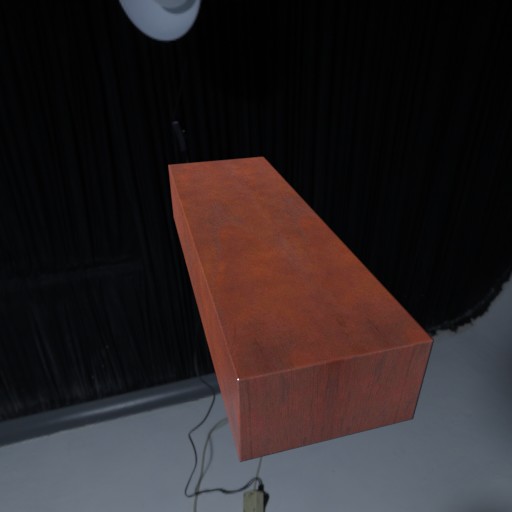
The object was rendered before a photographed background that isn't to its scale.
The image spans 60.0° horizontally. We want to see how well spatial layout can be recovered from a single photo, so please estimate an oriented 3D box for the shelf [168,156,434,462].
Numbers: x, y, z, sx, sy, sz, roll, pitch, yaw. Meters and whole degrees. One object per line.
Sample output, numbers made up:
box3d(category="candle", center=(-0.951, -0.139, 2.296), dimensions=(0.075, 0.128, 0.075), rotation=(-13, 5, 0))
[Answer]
box3d(category="shelf", center=(0.000, 0.000, 0.529), dimensions=(0.152, 0.088, 0.457), rotation=(-8, 31, -13))
